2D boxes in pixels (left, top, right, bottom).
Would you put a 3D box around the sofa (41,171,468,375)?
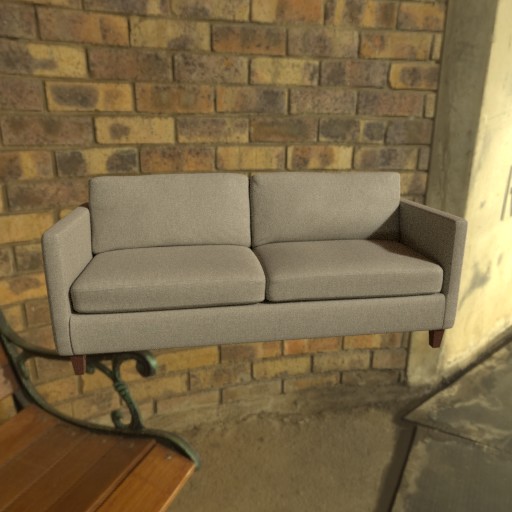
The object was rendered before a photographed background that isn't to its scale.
[{"bbox_3d":[0.000,0.000,2.717,2.208,0.963,0.956,-2,16,-8],"label":"sofa"}]
